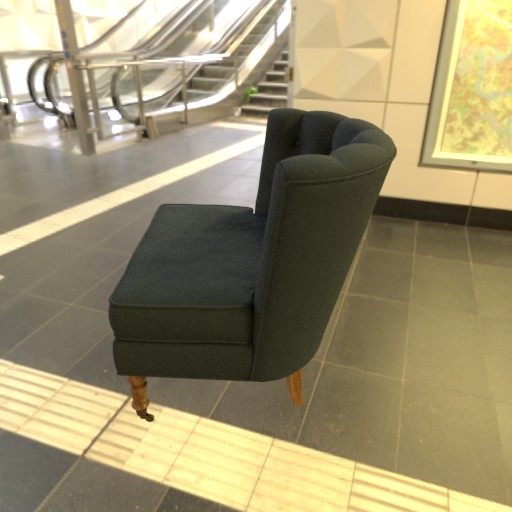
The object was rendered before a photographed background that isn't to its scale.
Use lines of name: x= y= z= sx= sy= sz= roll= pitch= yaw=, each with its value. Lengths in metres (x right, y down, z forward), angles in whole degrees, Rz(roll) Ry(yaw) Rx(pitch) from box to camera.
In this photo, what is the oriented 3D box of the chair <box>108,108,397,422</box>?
chair: x=0.000 y=0.000 z=1.343 sx=0.718 sy=0.771 sz=0.740 roll=0 pitch=27 yaw=0
